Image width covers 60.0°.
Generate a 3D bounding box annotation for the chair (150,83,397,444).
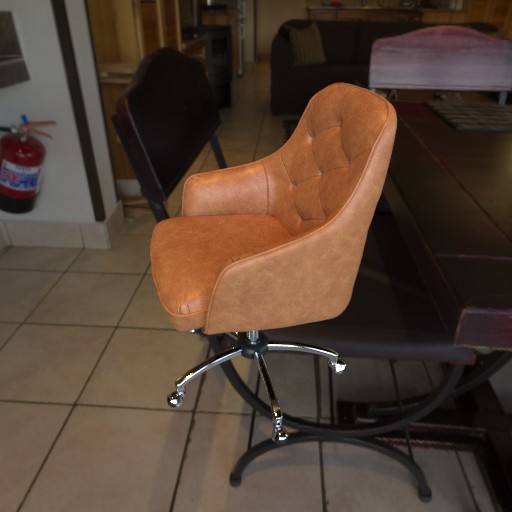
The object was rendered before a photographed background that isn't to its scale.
[{"bbox_3d":[0.000,0.000,1.301,0.615,0.909,0.628,-7,31,-13],"label":"chair"}]
